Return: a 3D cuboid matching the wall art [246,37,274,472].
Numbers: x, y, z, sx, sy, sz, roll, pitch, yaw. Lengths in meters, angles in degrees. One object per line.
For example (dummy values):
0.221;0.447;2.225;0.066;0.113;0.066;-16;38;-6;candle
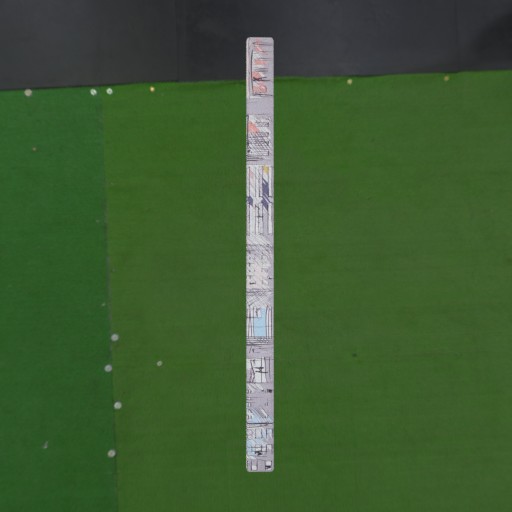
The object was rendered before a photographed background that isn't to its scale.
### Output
0.000;0.000;1.153;0.048;0.762;0.761;0;89;-1;wall art
